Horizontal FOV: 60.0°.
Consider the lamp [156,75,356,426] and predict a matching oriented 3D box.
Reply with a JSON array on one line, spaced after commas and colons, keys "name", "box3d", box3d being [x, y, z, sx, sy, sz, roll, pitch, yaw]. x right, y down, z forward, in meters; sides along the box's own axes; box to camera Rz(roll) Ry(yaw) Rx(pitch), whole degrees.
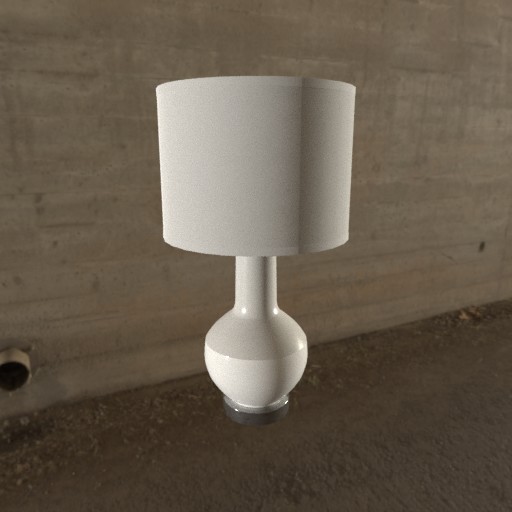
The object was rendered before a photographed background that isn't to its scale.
[{"name": "lamp", "box3d": [0.000, 0.000, 0.882, 0.357, 0.673, 0.357, 8, 16, 28]}]
